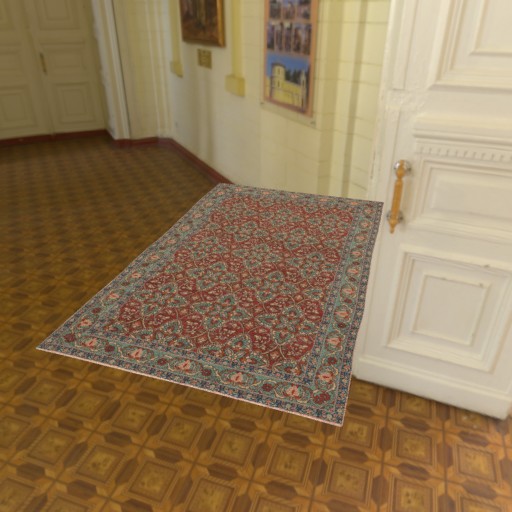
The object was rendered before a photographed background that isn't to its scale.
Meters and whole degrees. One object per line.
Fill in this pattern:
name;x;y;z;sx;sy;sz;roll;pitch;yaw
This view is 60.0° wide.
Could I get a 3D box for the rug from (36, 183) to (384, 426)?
rug;0.000;0.000;3.015;1.533;0.011;2.439;9;31;16
